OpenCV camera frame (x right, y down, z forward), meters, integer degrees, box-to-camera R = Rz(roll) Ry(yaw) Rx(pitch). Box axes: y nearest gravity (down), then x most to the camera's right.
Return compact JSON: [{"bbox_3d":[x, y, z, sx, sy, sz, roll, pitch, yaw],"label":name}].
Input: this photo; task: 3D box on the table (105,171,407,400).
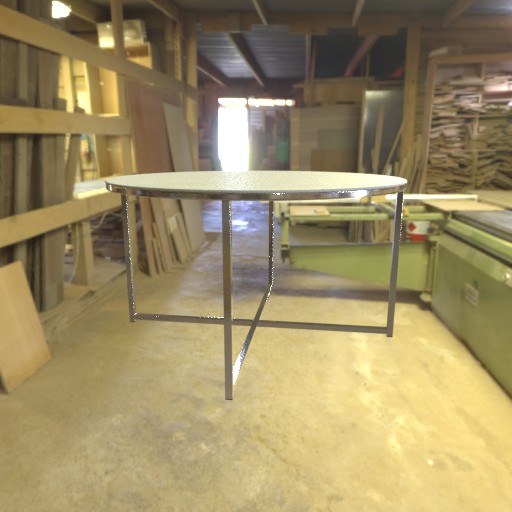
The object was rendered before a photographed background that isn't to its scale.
[{"bbox_3d":[0.000,0.000,1.287,0.800,0.450,0.800,0,14,0],"label":"table"}]
